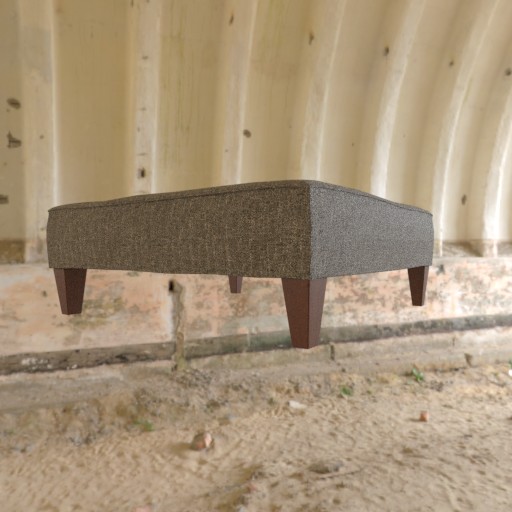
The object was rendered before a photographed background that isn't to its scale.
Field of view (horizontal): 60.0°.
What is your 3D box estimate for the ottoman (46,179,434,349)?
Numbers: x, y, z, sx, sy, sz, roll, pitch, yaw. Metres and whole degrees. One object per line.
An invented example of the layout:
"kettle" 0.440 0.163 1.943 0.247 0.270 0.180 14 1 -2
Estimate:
"ottoman" 0.000 0.000 1.562 0.981 0.379 1.016 0 1 35
